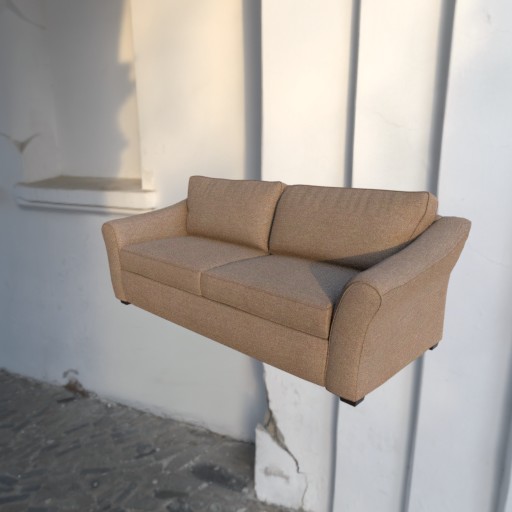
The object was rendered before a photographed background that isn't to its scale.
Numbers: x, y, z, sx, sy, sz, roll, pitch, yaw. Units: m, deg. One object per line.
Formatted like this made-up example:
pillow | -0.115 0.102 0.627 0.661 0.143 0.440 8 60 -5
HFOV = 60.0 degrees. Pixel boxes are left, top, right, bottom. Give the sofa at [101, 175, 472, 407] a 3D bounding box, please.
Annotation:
sofa | 0.000 0.000 2.816 2.270 0.906 0.986 13 19 42
